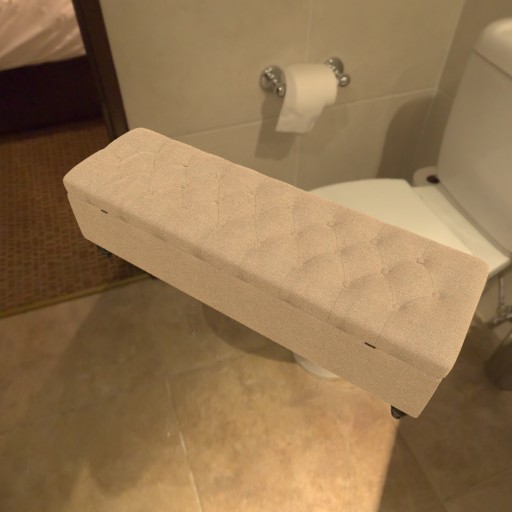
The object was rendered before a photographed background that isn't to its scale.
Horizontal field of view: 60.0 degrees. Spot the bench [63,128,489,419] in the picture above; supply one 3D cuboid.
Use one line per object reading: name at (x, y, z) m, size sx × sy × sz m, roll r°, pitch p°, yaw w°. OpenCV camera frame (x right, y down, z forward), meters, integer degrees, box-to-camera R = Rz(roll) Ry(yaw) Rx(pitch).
bench at (0.000, 0.000, 1.676) m, size 1.480 × 0.467 × 0.455 m, roll 25°, pitch 52°, yaw 21°
